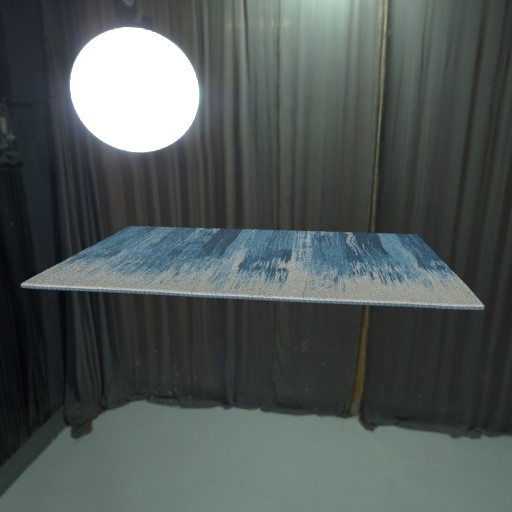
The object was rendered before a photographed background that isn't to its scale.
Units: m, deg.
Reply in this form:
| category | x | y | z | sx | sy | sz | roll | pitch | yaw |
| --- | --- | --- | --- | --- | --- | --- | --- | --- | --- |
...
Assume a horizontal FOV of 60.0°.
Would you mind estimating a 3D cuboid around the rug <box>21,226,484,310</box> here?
| category | x | y | z | sx | sy | sz | roll | pitch | yaw |
| --- | --- | --- | --- | --- | --- | --- | --- | --- | --- |
| rug | 0.000 | 0.000 | 3.009 | 2.450 | 0.027 | 1.540 | 2 | 16 | 7 |
